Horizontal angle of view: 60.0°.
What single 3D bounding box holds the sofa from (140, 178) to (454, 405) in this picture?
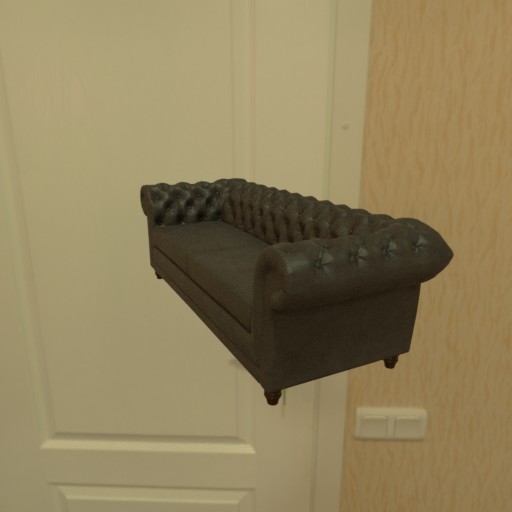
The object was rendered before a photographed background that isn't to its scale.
[{"bbox_3d":[0.000,0.000,2.879,0.944,0.783,2.385,-8,18,-26],"label":"sofa"}]
